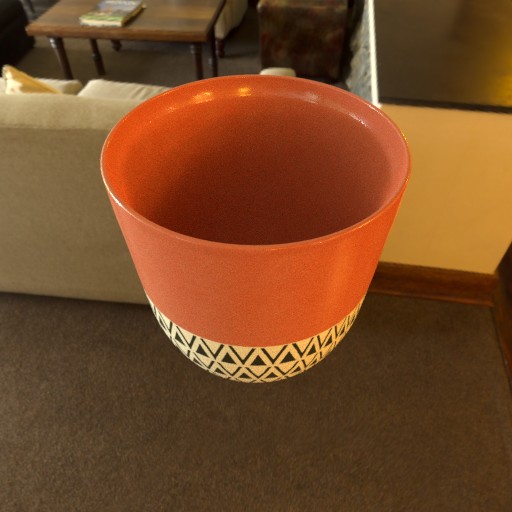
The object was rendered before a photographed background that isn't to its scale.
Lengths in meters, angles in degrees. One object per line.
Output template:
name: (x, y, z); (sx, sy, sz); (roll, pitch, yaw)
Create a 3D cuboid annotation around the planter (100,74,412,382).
planter: (0.000, 0.000, 0.362); (0.195, 0.214, 0.195); (0, 46, 0)
